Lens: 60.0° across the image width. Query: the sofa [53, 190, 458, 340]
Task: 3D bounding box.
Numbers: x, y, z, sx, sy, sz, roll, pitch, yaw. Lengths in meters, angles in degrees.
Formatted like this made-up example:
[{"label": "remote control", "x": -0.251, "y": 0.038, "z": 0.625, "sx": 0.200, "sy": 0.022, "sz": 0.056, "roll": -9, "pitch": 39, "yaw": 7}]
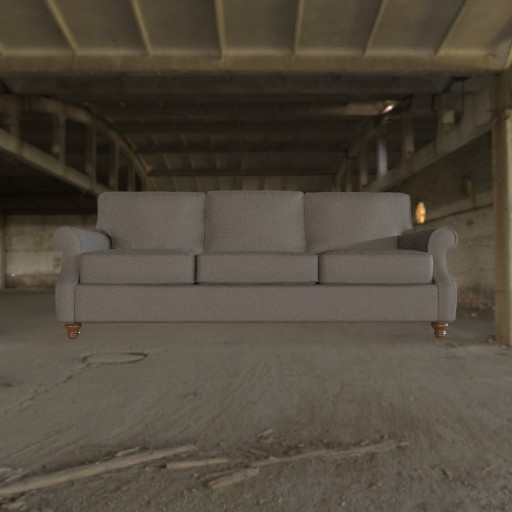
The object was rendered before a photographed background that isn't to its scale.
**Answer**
[{"label": "sofa", "x": 0.000, "y": 0.000, "z": 2.889, "sx": 2.353, "sy": 0.948, "sz": 0.966, "roll": 0, "pitch": -1, "yaw": -1}]
